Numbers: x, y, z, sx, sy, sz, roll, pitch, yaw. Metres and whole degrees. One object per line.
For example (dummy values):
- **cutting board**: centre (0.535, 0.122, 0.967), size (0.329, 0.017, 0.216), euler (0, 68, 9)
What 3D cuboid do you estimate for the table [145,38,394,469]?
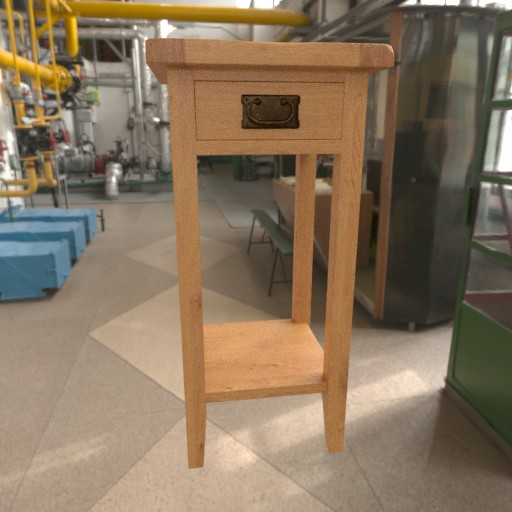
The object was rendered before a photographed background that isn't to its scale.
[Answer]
- **table**: centre (0.000, 0.000, 0.901), size (0.360, 0.740, 0.360), euler (-3, 17, -8)
